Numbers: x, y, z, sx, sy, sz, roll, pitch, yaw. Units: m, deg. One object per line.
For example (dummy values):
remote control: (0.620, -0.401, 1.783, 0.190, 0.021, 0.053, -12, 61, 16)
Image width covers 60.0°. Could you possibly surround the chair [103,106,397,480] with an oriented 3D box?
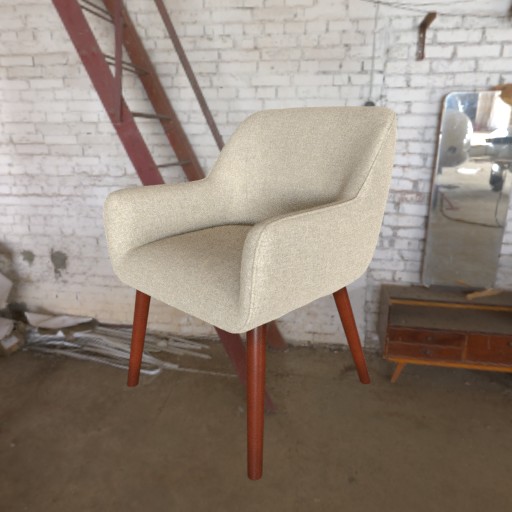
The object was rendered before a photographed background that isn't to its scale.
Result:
chair: (0.000, 0.000, 1.254, 0.610, 0.813, 0.610, 16, 23, 42)
